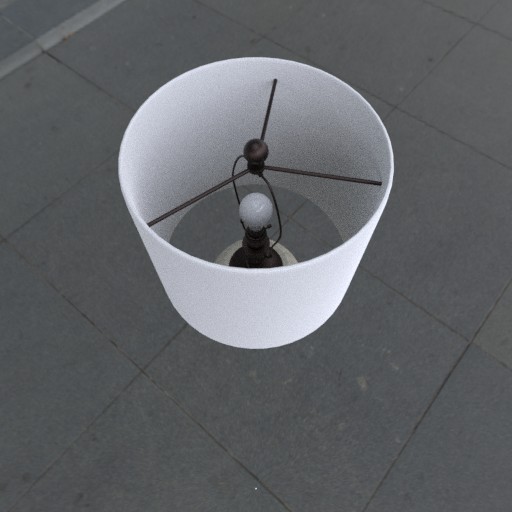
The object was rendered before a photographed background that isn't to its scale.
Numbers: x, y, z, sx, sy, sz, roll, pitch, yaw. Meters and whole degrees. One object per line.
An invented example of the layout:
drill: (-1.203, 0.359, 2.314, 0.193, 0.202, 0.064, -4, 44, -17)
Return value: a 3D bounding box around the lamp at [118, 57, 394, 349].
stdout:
lamp: (0.000, 0.000, 0.771, 0.329, 0.570, 0.329, -32, 67, -15)
